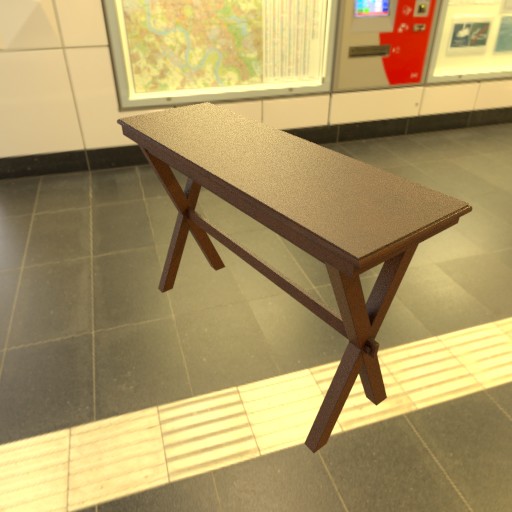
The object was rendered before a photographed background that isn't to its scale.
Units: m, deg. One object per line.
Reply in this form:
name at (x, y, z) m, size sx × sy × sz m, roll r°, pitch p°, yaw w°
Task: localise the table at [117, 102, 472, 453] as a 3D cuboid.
table at (0.000, 0.000, 1.569) m, size 0.399 × 0.763 × 1.197 m, roll -23°, pitch 40°, yaw -30°
